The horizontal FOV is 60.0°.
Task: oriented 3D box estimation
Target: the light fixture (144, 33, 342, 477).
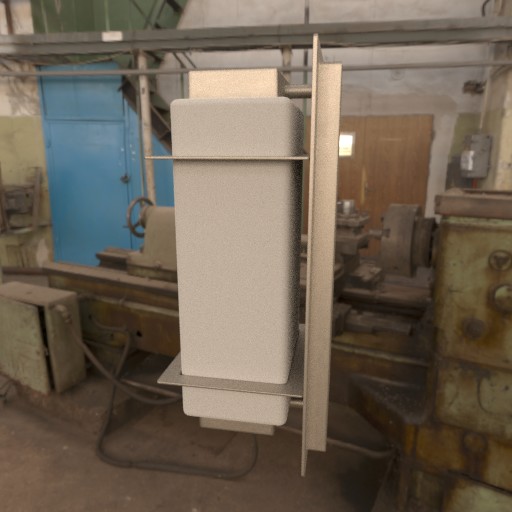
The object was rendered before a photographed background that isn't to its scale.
[{"bbox_3d":[0.000,0.000,0.459,0.160,0.380,0.168,3,14,10],"label":"light fixture"}]
